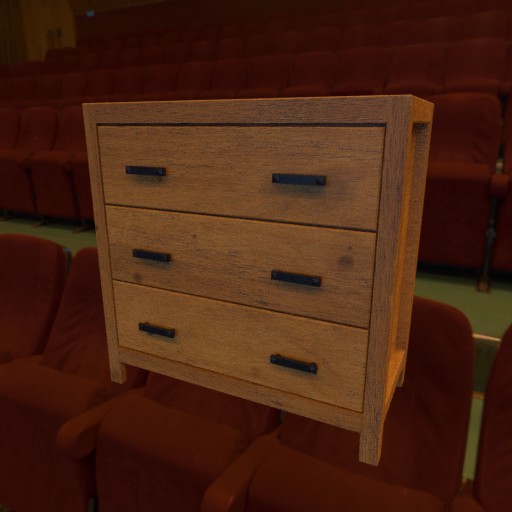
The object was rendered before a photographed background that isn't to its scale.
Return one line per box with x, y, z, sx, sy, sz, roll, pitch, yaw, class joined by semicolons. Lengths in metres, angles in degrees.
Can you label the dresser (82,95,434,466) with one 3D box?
0.000;0.000;1.233;0.804;0.804;0.427;8;18;25;dresser
